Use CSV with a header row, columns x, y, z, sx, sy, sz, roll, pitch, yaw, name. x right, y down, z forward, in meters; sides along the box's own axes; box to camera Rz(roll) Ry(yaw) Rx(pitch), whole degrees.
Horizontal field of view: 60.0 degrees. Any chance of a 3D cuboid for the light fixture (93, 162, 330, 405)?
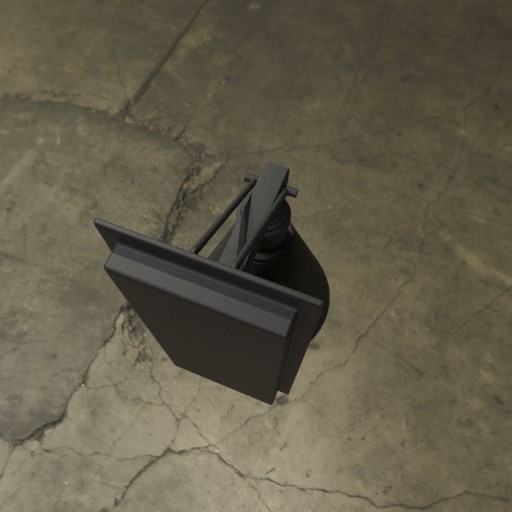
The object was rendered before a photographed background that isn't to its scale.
x,y,z,sx,sy,sz,roll,pitch,yaw,name
0.000,0.000,0.422,0.170,0.298,0.207,20,65,9,light fixture
